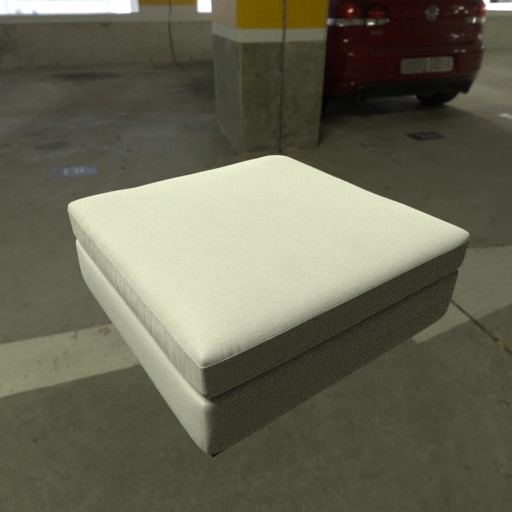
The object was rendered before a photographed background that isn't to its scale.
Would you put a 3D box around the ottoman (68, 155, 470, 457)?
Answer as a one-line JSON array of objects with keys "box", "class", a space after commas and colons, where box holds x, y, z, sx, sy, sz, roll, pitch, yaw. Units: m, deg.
[{"box": [0.000, 0.000, 1.812, 1.167, 0.482, 1.163, -20, 36, -30], "class": "ottoman"}]
